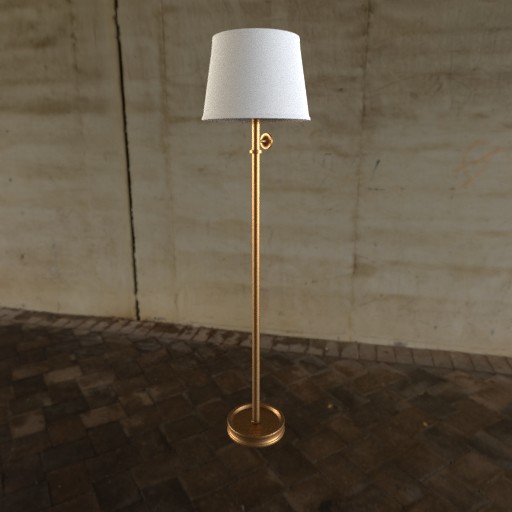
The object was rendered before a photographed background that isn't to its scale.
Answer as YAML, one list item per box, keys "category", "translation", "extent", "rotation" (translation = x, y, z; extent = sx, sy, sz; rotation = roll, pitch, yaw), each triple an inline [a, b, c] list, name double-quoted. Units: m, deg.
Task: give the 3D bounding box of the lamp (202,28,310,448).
- category: "lamp"
  translation: [0.000, 0.000, 0.791]
  extent: [0.178, 0.710, 0.178]
  rotation: [0, 15, 0]
